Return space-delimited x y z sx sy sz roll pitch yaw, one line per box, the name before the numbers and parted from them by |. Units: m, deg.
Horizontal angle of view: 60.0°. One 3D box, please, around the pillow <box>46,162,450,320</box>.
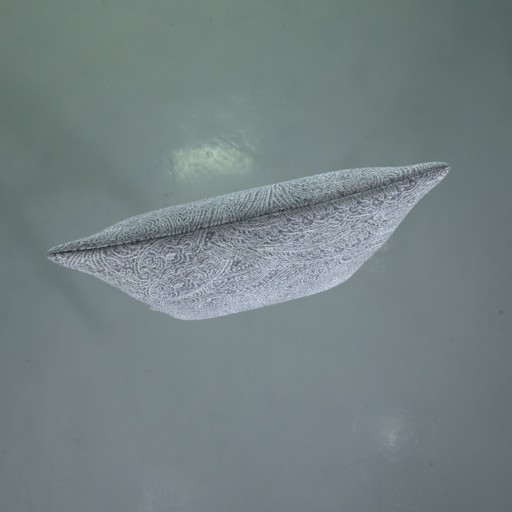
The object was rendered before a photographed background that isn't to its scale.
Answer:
pillow | 0.000 0.000 0.794 0.523 0.510 0.166 -13 76 -3
